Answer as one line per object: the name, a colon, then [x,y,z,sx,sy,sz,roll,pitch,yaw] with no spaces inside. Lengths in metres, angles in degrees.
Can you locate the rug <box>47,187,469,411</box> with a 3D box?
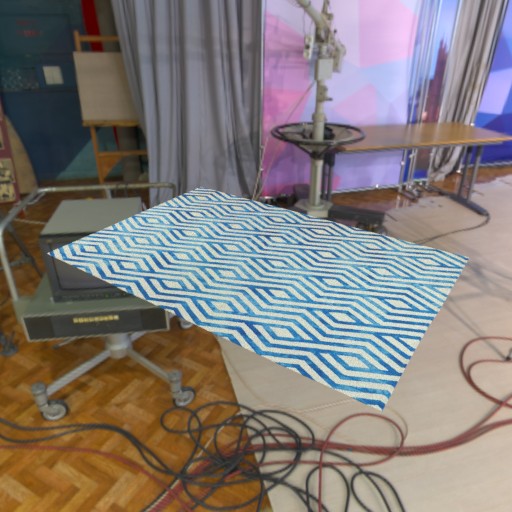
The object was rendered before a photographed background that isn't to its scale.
rug: [0.000,0.000,2.308,1.830,0.008,1.225,19,34,30]
